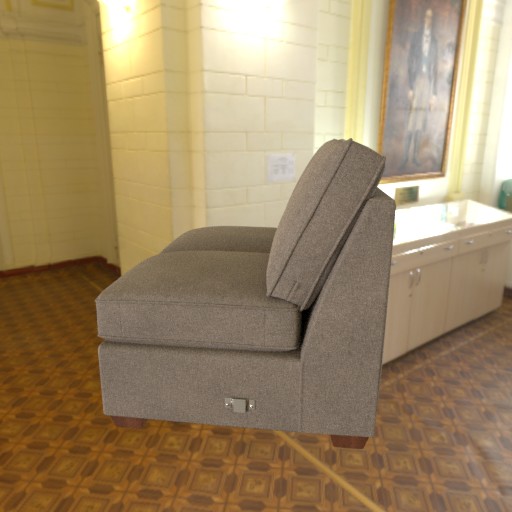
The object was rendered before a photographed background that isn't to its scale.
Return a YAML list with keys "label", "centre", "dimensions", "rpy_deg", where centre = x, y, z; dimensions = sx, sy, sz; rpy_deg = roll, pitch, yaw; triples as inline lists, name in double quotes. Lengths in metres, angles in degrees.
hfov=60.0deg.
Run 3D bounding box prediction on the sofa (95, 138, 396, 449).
- label: "sofa"
  centre: [0.000, 0.000, 1.962]
  dimensions: [0.951, 1.008, 1.237]
  rpy_deg: [2, 15, 7]
